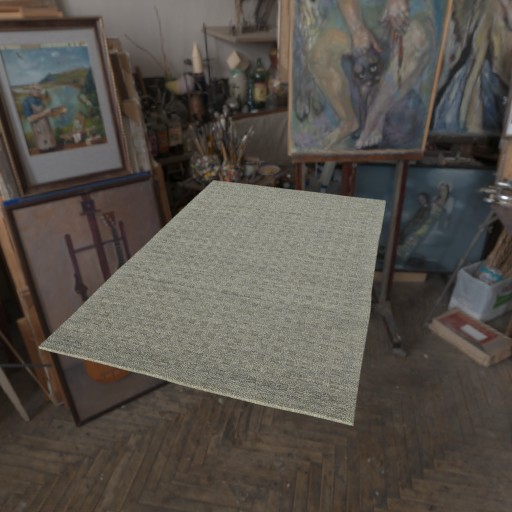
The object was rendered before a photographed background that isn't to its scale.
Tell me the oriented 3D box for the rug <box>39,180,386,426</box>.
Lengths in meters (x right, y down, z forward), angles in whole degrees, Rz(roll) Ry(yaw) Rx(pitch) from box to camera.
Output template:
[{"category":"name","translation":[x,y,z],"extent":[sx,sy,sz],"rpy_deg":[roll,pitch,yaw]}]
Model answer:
[{"category":"rug","translation":[0.000,0.000,2.908],"extent":[1.532,0.018,2.297],"rpy_deg":[9,32,15]}]
